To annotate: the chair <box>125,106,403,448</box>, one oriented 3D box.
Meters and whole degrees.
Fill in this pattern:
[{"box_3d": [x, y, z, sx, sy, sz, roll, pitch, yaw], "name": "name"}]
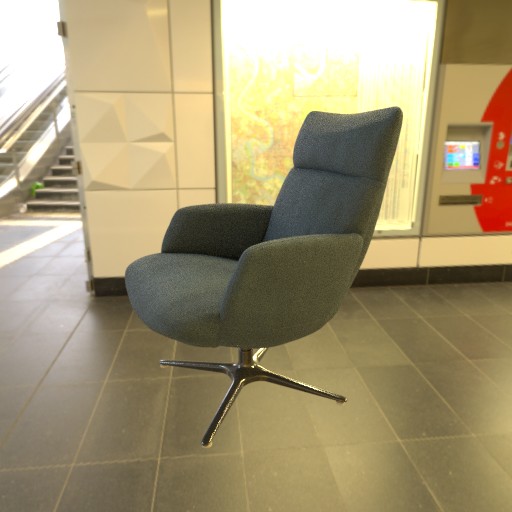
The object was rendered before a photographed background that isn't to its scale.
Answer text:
[{"box_3d": [0.000, 0.000, 1.593, 0.889, 1.016, 0.711, -8, 18, -25], "name": "chair"}]
